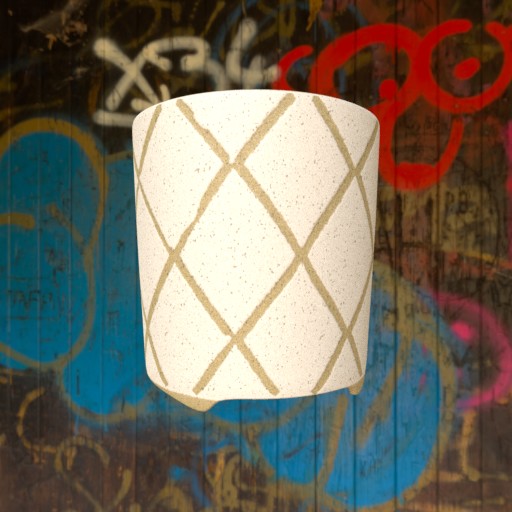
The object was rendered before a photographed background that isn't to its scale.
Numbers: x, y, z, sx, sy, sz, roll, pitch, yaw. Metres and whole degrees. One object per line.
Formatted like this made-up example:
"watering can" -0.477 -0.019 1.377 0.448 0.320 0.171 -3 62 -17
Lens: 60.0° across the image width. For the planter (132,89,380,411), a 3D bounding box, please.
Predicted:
"planter" 0.000 0.000 0.424 0.228 0.235 0.228 0 0 0
